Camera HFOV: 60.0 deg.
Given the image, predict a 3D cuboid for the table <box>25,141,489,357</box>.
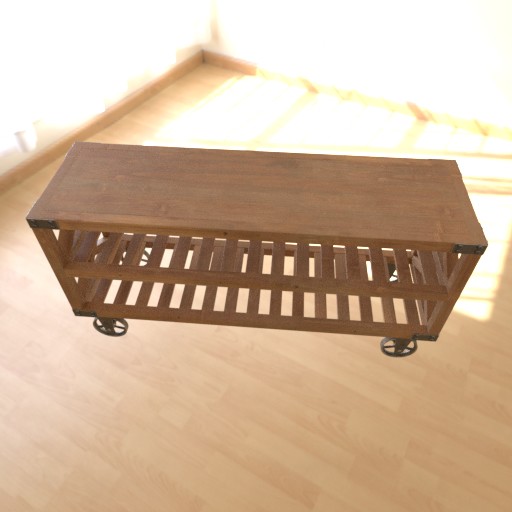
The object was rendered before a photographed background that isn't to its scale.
[{"bbox_3d":[0.000,0.000,1.818,1.487,0.711,0.467,4,47,3],"label":"table"}]
